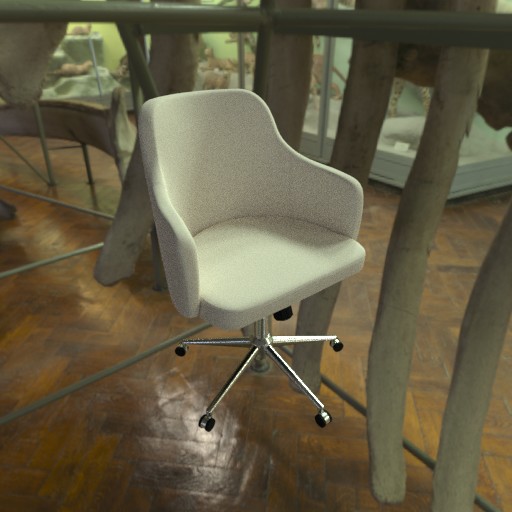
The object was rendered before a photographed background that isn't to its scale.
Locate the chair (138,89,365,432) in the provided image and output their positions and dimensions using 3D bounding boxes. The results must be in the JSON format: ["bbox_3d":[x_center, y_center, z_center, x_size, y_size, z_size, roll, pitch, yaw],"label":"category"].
[{"bbox_3d":[0.000,0.000,1.266,0.602,0.819,0.647,-21,35,-32],"label":"chair"}]
